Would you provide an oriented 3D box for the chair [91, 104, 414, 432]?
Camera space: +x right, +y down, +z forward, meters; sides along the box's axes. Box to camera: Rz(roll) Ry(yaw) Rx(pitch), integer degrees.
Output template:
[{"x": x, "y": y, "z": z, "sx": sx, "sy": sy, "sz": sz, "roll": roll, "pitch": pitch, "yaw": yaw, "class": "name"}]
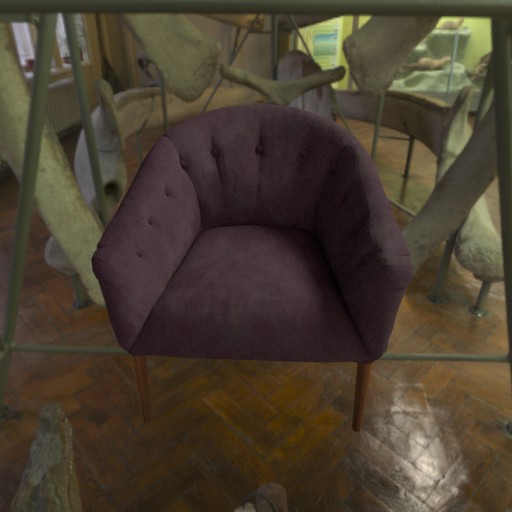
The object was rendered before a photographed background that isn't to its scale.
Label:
[{"x": 0.000, "y": 0.000, "z": 1.533, "sx": 0.851, "sy": 0.885, "sz": 0.776, "roll": 1, "pitch": 30, "yaw": 2, "class": "chair"}]
